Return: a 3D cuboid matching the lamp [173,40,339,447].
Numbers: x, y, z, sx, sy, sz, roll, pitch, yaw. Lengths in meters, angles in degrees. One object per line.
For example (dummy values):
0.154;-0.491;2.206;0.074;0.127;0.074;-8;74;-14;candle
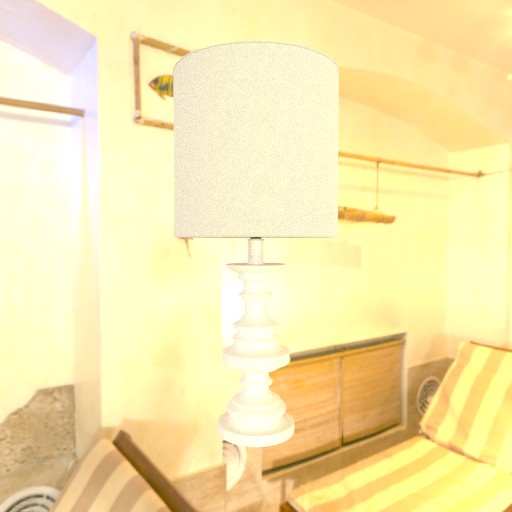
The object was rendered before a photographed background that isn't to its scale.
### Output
0.000;0.000;0.573;0.208;0.455;0.208;-1;3;-36;lamp
